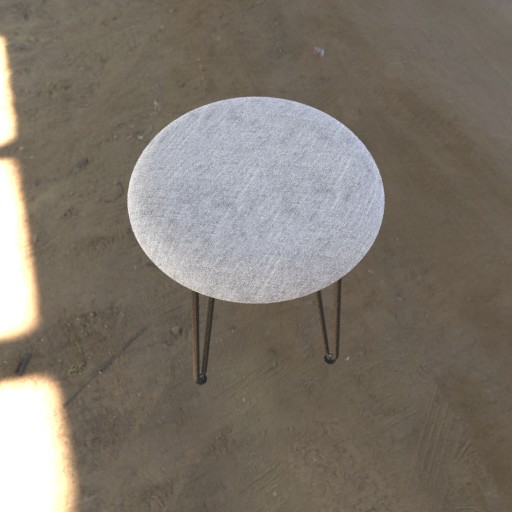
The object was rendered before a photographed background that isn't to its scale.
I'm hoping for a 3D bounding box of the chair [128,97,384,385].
[{"bbox_3d":[0.000,0.000,0.675,0.350,0.386,0.350,32,63,18],"label":"chair"}]
